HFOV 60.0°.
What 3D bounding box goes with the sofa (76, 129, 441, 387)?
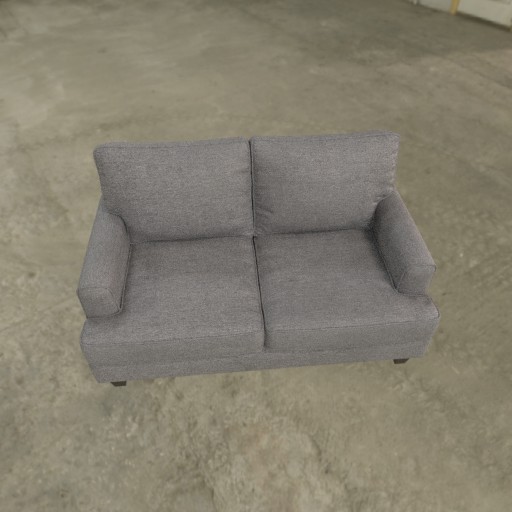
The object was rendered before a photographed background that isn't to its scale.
[{"bbox_3d":[0.000,0.000,2.253,1.651,0.965,0.965,-4,45,-4],"label":"sofa"}]
